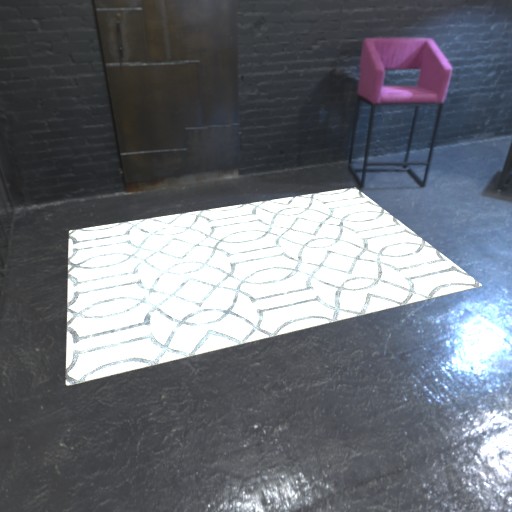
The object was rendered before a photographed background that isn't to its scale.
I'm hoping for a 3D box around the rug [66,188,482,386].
[{"bbox_3d":[0.000,0.000,2.952,2.365,0.017,1.521,-11,34,-16],"label":"rug"}]
